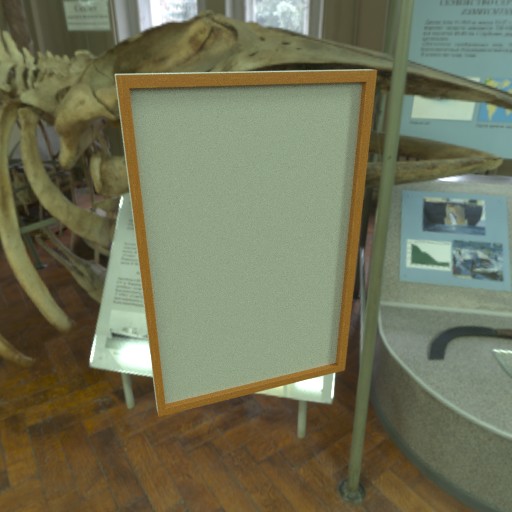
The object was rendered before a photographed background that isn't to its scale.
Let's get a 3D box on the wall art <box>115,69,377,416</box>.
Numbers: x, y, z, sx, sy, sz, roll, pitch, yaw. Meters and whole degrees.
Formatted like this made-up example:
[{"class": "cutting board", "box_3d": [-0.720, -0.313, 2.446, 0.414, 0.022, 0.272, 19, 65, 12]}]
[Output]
[{"class": "wall art", "box_3d": [0.000, 0.000, 0.791, 0.405, 0.608, 0.025, -9, 27, -18]}]
